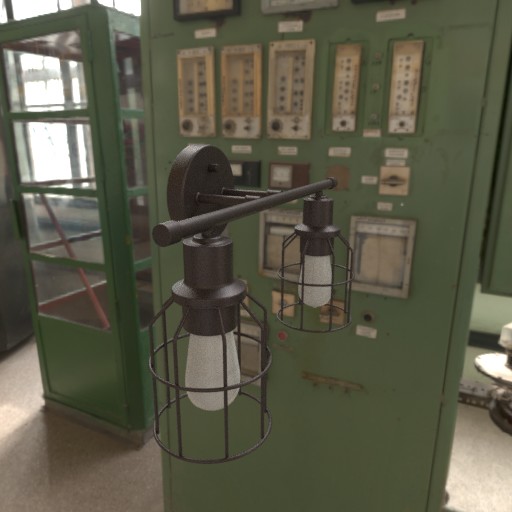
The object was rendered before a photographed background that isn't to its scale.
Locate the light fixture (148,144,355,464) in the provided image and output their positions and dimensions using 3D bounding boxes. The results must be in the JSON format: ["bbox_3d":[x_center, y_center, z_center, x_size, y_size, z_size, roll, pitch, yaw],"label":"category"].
[{"bbox_3d":[0.000,0.000,0.524,0.165,0.254,0.406,8,17,26],"label":"light fixture"}]
